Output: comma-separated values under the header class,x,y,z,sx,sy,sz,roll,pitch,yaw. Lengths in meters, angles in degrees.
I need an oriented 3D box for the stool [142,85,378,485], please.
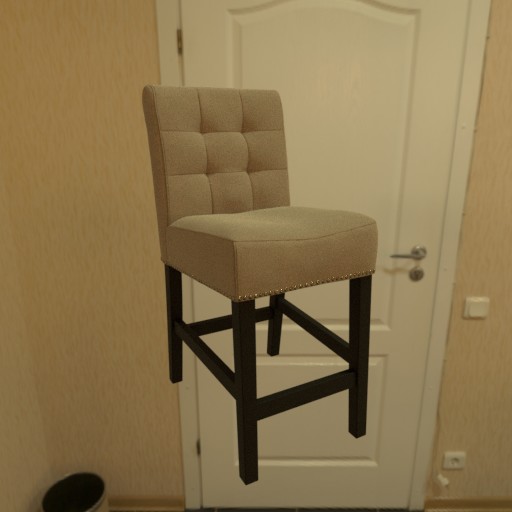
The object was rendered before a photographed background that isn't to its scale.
class,x,y,z,sx,sy,sz,roll,pitch,yaw
stool,0.000,0.000,1.196,0.427,0.885,0.571,-9,19,-27
